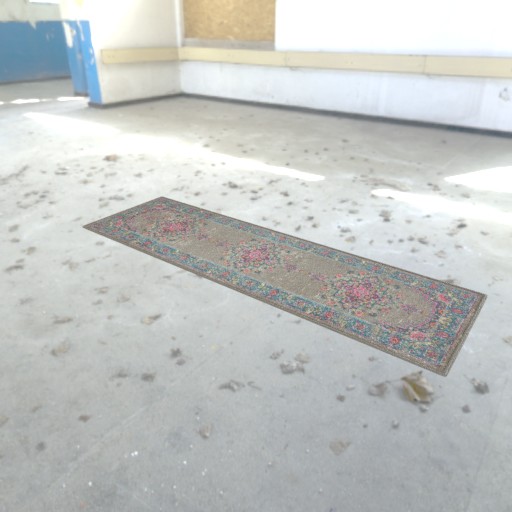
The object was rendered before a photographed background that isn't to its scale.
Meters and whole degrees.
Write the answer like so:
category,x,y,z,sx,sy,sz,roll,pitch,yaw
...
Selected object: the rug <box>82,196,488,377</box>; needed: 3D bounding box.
category,x,y,z,sx,sy,sz,roll,pitch,yaw
rug,0.000,0.000,1.998,1.827,0.012,0.553,19,33,32
